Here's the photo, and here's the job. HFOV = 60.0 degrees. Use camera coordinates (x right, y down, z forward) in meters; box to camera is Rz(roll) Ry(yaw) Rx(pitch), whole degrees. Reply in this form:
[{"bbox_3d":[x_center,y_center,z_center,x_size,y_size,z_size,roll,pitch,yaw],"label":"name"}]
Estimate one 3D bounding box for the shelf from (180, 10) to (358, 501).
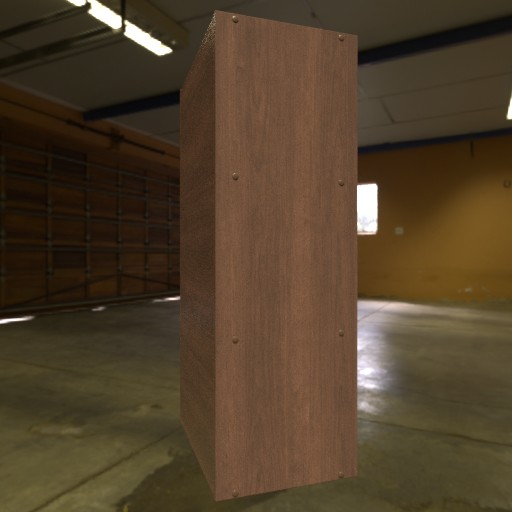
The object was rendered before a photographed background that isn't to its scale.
[{"bbox_3d":[0.000,0.000,1.033,0.290,0.879,0.414,0,0,-18],"label":"shelf"}]
